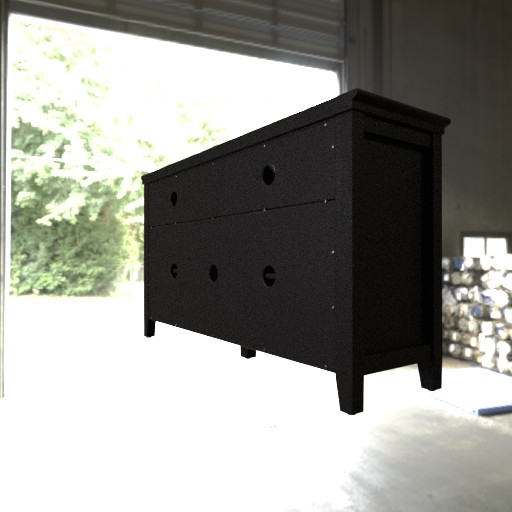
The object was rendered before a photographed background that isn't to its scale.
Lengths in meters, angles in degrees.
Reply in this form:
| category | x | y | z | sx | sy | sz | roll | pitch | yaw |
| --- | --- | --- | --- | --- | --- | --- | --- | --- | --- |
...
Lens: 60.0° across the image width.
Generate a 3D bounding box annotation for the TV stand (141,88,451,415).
| category | x | y | z | sx | sy | sz | roll | pitch | yaw |
| --- | --- | --- | --- | --- | --- | --- | --- | --- | --- |
| TV stand | 0.000 | 0.000 | 1.491 | 0.347 | 0.681 | 1.198 | 0 | 0 | -36 |
